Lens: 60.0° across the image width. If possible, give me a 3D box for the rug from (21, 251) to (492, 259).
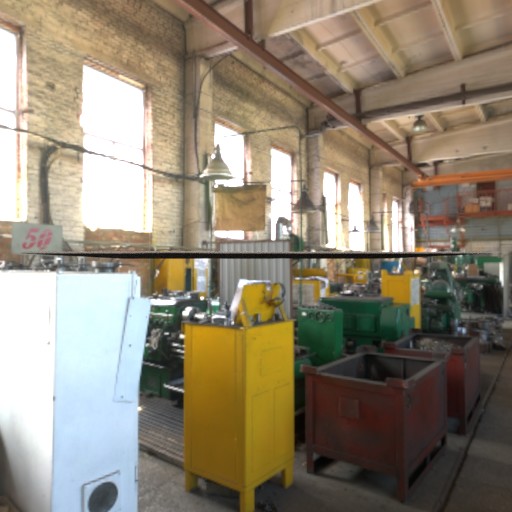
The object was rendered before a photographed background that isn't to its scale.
[{"bbox_3d":[0.000,0.000,4.369,3.357,0.019,2.449,0,-1,0],"label":"rug"}]
